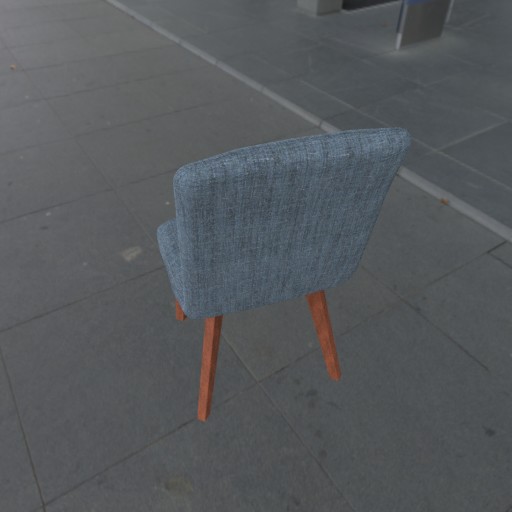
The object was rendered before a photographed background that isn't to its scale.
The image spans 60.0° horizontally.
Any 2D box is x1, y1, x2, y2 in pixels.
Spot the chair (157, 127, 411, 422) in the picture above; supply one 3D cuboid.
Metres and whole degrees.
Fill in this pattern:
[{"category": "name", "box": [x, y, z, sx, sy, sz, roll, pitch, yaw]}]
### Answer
[{"category": "chair", "box": [0.000, 0.000, 1.294, 0.522, 0.974, 0.563, -13, 44, -13]}]
